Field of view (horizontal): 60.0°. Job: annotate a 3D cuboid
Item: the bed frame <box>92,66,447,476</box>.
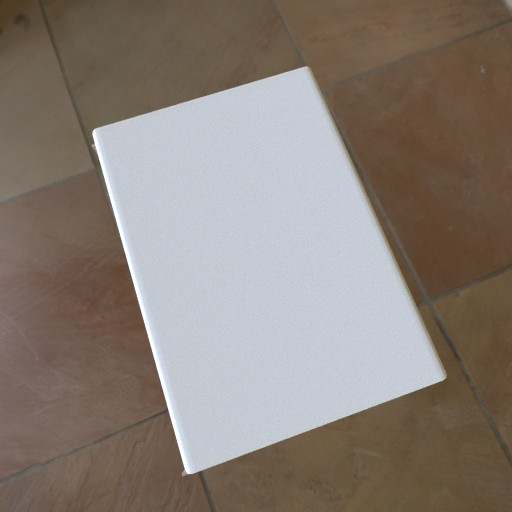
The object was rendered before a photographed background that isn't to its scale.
[{"bbox_3d":[0.000,0.000,2.577,1.445,0.497,1.945,-18,75,-5],"label":"bed frame"}]
